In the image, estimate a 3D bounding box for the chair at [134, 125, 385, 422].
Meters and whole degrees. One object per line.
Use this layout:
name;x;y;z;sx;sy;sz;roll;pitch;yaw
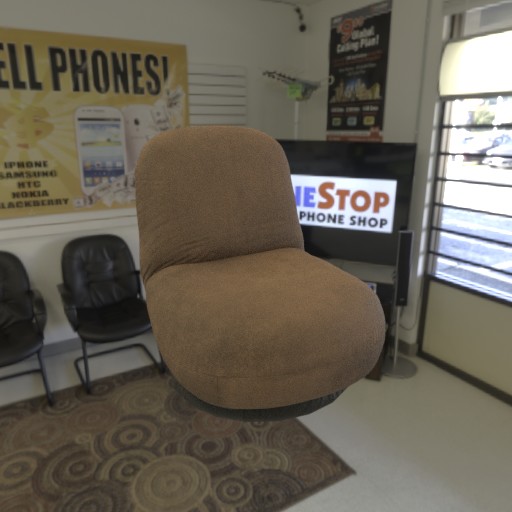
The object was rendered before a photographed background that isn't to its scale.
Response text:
chair;0.000;0.000;1.050;0.521;0.594;0.597;-8;18;-27
